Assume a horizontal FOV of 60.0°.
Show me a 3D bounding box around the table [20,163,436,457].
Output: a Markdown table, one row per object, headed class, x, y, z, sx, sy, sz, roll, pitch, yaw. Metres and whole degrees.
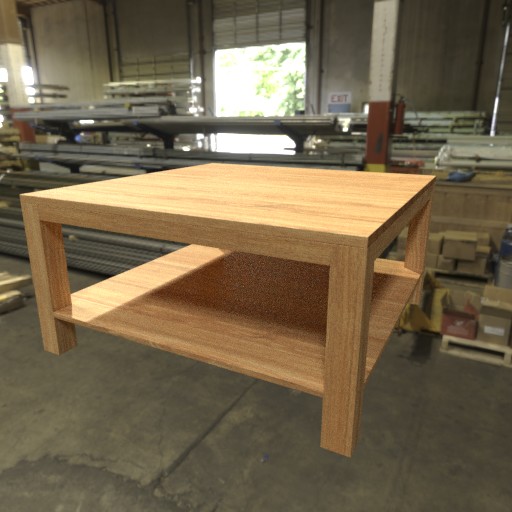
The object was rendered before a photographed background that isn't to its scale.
| class | x | y | z | sx | sy | sz | roll | pitch | yaw |
| --- | --- | --- | --- | --- | --- | --- | --- | --- | --- |
| table | 0.000 | 0.000 | 1.385 | 0.900 | 0.450 | 0.900 | 9 | 20 | 27 |
